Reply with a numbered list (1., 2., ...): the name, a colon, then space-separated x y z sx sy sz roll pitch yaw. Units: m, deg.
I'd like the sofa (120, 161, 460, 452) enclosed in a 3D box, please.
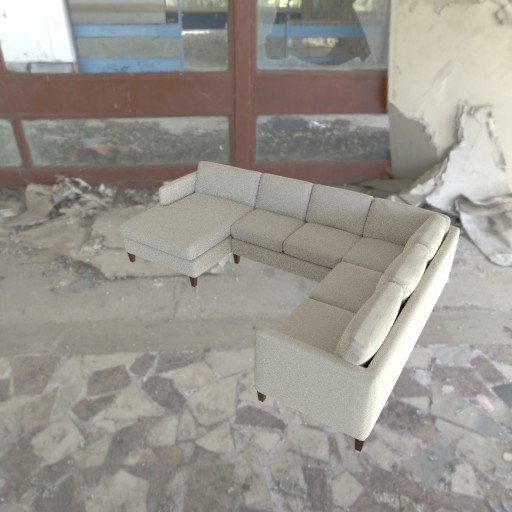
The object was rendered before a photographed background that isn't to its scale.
1. sofa: 0.000 0.000 4.615 3.459 0.956 2.593 18 35 28
